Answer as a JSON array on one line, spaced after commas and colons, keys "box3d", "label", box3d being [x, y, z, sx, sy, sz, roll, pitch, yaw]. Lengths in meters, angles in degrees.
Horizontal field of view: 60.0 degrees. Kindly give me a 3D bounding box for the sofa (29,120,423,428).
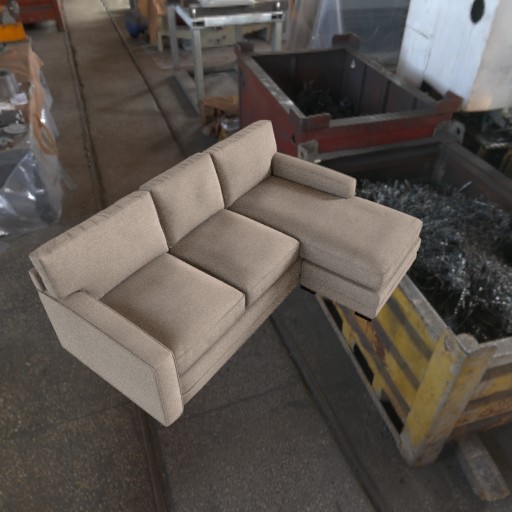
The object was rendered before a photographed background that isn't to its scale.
[{"box3d": [0.000, 0.000, 2.814, 1.496, 0.861, 2.087, 25, 47, 26], "label": "sofa"}]
